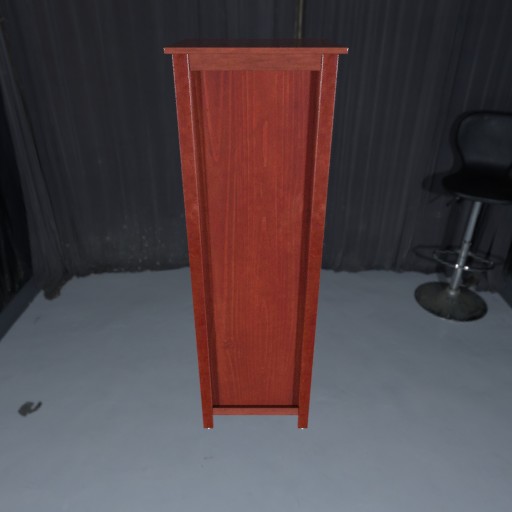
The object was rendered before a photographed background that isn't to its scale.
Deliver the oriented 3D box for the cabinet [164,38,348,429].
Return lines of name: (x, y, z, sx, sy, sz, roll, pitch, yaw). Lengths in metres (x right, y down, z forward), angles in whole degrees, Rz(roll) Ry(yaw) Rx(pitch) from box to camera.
cabinet: (0.000, 0.000, 1.746, 0.500, 1.518, 0.401, 0, 29, 0)
